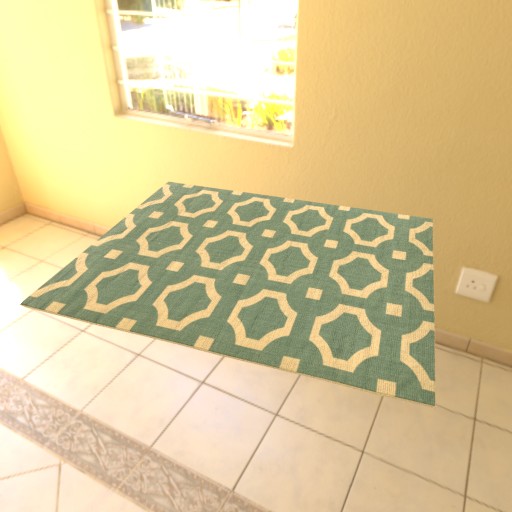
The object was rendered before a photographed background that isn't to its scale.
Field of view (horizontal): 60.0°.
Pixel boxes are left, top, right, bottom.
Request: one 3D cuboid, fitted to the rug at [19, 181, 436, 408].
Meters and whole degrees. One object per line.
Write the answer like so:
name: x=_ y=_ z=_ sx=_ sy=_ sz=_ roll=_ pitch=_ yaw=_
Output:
rug: x=0.000 y=0.000 z=3.997 sx=3.049 sy=0.021 sz=2.466 roll=10 pitch=34 yaw=15
